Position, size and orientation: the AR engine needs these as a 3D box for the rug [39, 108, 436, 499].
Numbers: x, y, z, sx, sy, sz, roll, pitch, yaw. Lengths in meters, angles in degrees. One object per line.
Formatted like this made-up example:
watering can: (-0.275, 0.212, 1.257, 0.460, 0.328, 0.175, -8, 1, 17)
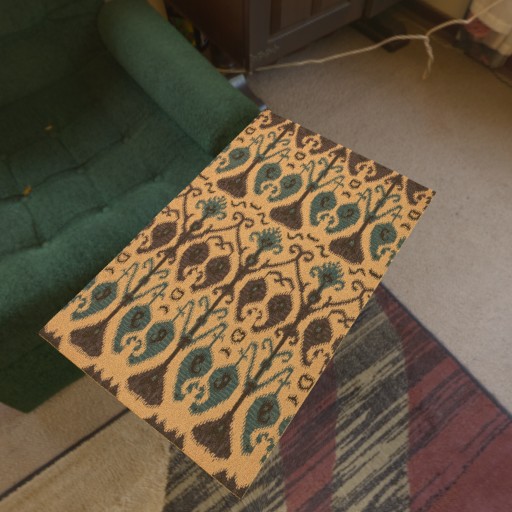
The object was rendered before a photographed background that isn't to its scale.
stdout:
rug: (0.000, 0.000, 2.075, 1.072, 0.013, 1.698, 31, 64, 17)
